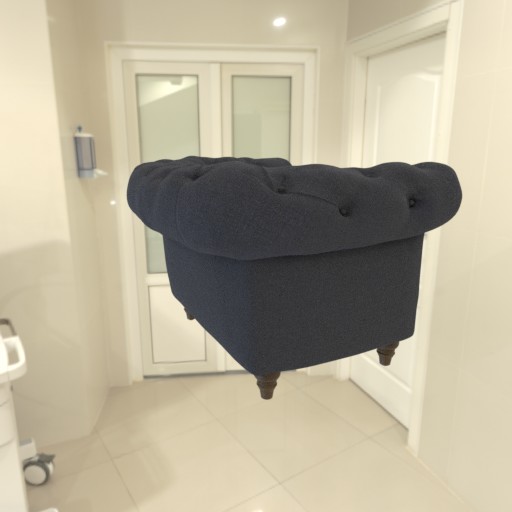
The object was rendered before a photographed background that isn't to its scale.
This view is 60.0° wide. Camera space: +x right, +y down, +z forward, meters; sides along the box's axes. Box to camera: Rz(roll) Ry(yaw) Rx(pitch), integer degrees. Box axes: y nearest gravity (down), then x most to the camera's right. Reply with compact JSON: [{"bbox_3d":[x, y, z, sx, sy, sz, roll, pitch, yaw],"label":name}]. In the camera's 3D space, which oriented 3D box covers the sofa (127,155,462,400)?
[{"bbox_3d":[0.000,0.000,2.025,1.032,0.878,1.405,-7,16,-26],"label":"sofa"}]
